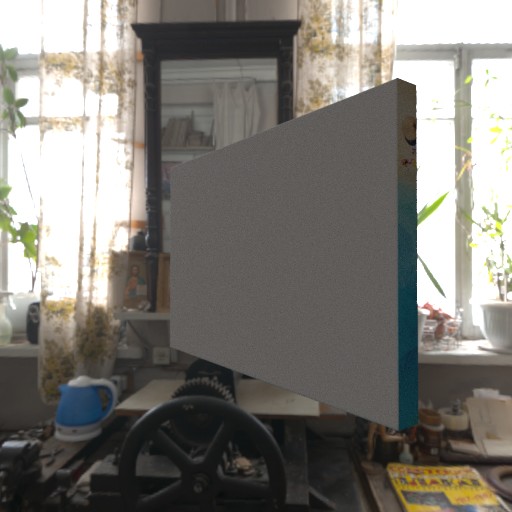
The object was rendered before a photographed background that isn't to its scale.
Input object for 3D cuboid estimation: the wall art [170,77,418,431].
[{"bbox_3d":[0.000,0.000,0.765,0.039,0.406,0.609,0,-1,-36],"label":"wall art"}]
